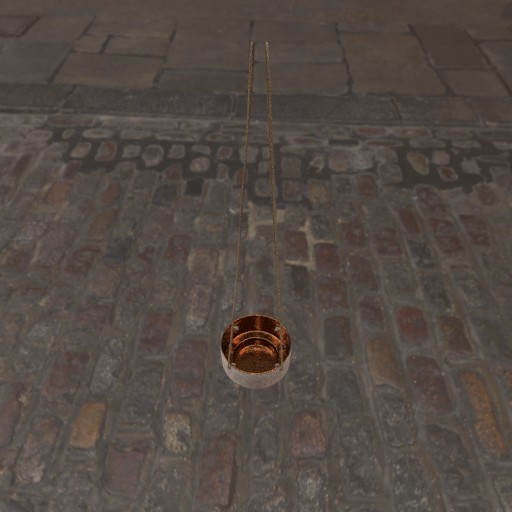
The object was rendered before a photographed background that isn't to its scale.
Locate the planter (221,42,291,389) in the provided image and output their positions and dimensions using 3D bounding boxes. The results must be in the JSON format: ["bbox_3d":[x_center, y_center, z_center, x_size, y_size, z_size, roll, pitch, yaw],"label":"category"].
[{"bbox_3d":[0.000,0.000,1.114,0.223,1.030,0.223,1,46,1],"label":"planter"}]
